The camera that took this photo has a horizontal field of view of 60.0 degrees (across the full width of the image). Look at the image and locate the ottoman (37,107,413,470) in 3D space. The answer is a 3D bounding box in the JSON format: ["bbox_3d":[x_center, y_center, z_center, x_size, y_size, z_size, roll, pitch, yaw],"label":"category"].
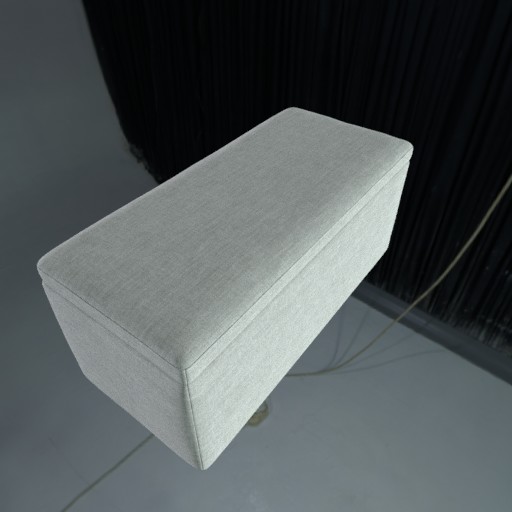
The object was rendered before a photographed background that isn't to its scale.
[{"bbox_3d":[0.000,0.000,1.132,0.419,0.432,0.902,27,49,27],"label":"ottoman"}]
